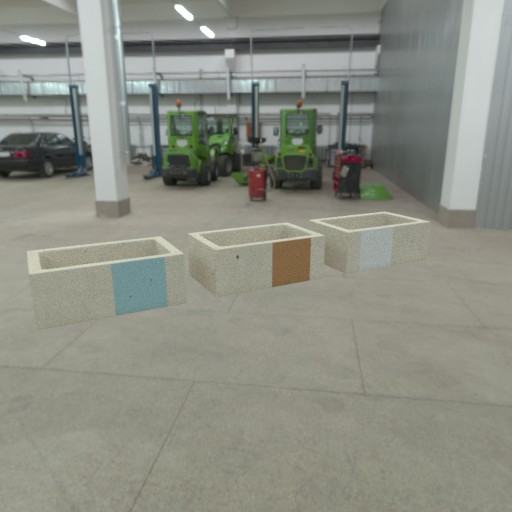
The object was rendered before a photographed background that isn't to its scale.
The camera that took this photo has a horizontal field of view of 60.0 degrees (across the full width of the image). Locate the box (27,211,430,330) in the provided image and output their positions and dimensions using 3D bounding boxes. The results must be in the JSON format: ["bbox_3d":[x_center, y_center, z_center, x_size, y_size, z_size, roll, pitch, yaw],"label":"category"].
[{"bbox_3d":[0.000,0.000,0.506,0.461,0.051,0.082,-8,18,-26],"label":"box"}]
